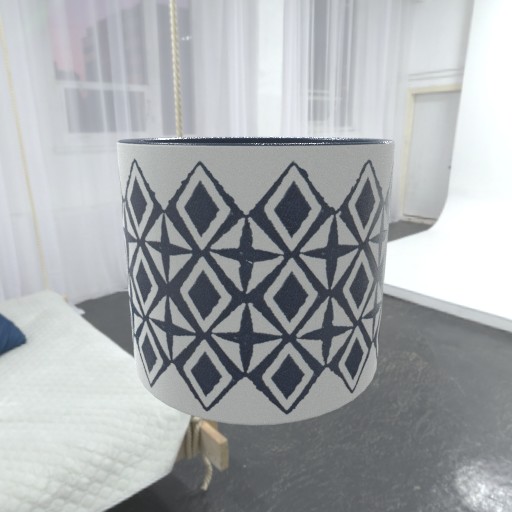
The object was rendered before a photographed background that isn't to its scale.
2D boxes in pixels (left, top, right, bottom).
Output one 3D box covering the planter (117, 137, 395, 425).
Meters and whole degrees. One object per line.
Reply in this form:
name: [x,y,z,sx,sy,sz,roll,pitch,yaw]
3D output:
planter: [0.000,0.000,0.323,0.182,0.165,0.182,0,16,0]
